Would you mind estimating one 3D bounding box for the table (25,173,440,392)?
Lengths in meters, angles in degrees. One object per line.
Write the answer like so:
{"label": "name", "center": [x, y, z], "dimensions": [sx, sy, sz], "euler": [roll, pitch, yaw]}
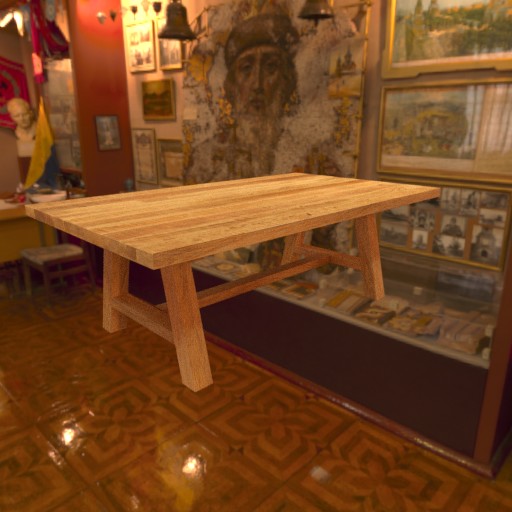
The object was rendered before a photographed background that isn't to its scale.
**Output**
{"label": "table", "center": [0.000, 0.000, 1.659], "dimensions": [1.320, 0.455, 0.760], "euler": [-16, 23, -42]}
